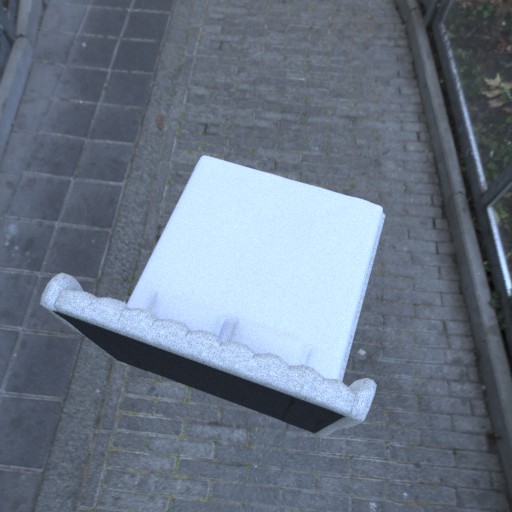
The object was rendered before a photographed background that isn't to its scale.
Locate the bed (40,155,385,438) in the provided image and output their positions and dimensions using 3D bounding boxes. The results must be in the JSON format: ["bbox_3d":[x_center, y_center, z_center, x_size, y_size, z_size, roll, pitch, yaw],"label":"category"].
[{"bbox_3d":[0.000,0.000,3.925,2.219,1.771,2.347,18,66,8],"label":"bed"}]
